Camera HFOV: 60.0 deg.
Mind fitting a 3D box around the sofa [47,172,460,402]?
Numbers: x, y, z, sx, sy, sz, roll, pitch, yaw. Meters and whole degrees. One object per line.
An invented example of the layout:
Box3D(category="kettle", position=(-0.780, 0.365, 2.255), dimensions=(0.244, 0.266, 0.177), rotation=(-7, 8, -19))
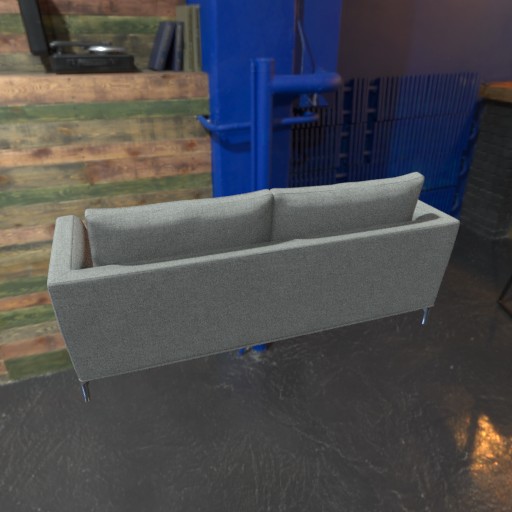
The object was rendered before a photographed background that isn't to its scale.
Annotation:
Box3D(category="sofa", position=(0.000, 0.000, 2.696), dimensions=(2.212, 1.002, 0.869), rotation=(-9, 28, -17))
